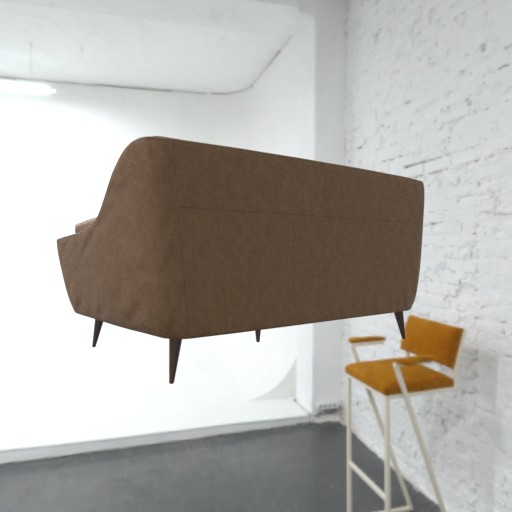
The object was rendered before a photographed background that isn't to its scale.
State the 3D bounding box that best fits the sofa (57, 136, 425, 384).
[{"bbox_3d":[0.000,0.000,2.291,1.731,0.886,0.981,0,1,-37],"label":"sofa"}]
